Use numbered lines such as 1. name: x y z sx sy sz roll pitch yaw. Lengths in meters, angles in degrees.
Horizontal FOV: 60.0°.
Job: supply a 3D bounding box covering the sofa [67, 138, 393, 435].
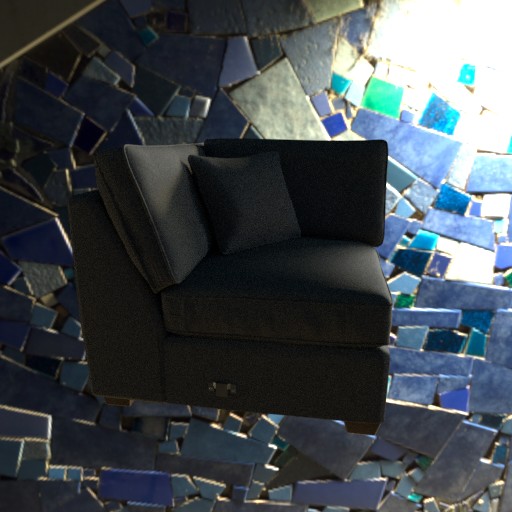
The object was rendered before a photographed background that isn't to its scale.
1. sofa: 0.000 0.000 1.972 1.146 1.002 1.084 2 16 9
